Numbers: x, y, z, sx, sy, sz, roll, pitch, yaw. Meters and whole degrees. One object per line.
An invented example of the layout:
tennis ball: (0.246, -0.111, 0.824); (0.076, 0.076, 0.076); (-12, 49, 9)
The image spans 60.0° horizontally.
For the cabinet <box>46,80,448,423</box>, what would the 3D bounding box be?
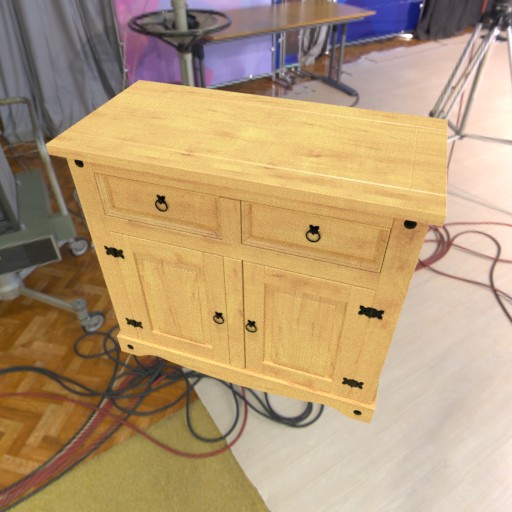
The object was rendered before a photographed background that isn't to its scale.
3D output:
cabinet: (0.000, 0.000, 1.398); (0.920, 0.840, 0.450); (12, 43, 14)
